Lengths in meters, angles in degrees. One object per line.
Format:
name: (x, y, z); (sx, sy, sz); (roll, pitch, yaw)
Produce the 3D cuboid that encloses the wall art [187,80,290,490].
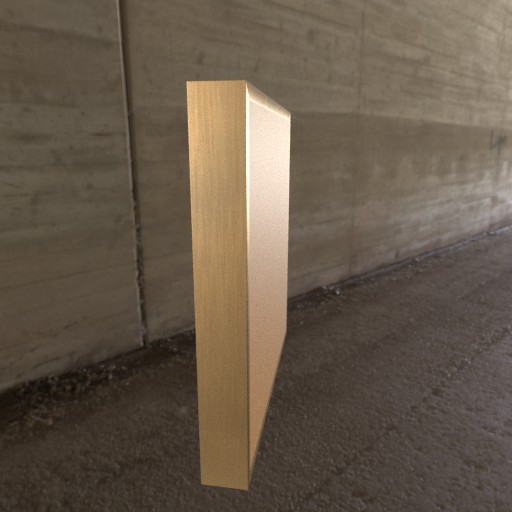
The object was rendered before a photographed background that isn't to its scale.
wall art: (0.000, 0.000, 0.461); (0.038, 0.303, 0.305); (2, 14, 9)
